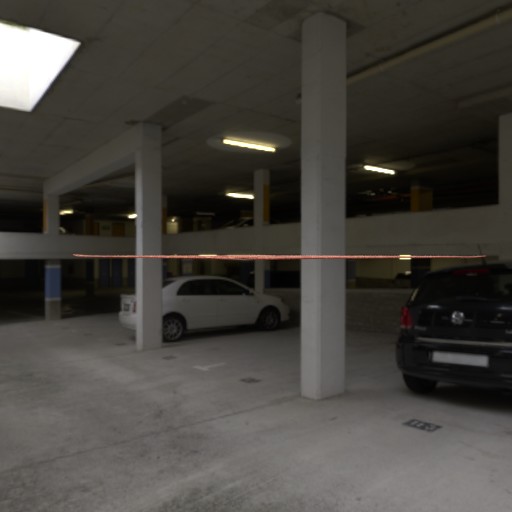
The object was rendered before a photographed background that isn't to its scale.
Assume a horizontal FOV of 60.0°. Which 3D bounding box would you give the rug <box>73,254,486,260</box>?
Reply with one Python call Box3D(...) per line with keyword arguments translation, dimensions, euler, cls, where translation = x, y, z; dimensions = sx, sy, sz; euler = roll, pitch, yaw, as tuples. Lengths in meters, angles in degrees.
Box3D(translation=(0.000, 0.000, 4.161), dimensions=(2.489, 0.030, 3.086), euler=(0, 0, -37), cls="rug")
